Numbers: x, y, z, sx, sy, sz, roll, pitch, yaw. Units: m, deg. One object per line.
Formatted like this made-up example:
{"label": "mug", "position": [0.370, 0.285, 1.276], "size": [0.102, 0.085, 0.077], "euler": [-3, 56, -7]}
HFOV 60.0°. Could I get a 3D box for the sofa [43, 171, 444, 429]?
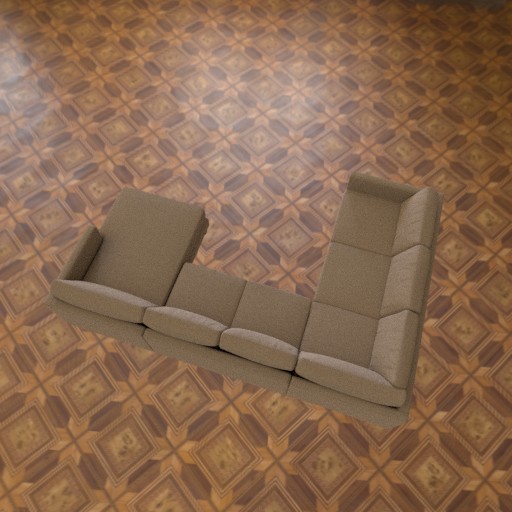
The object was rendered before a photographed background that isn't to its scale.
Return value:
{"label": "sofa", "position": [0.000, 0.000, 4.641], "size": [3.438, 0.865, 2.424], "euler": [16, 64, 8]}
